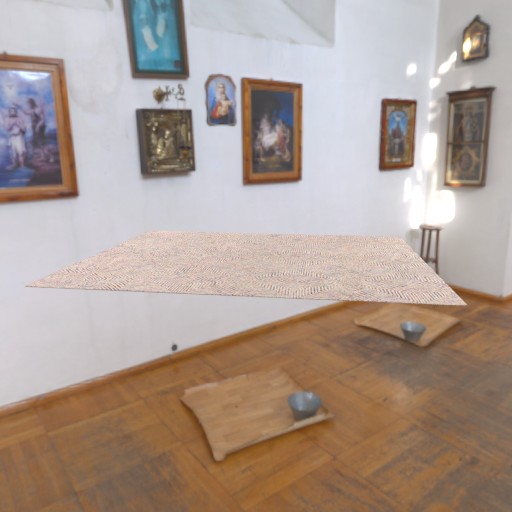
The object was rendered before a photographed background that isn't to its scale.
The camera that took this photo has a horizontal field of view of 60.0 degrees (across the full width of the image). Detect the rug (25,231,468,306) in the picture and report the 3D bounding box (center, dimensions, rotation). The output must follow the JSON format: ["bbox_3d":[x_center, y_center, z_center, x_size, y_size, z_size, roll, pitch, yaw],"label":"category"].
[{"bbox_3d":[0.000,0.000,4.187,3.046,0.008,2.442,2,13,8],"label":"rug"}]
